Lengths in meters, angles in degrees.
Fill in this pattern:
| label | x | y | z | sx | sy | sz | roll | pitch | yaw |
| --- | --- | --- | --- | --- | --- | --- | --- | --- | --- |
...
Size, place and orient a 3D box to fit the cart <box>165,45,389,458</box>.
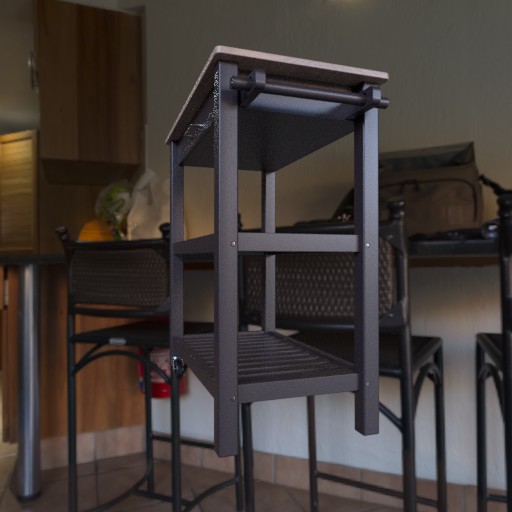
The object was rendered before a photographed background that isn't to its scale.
| label | x | y | z | sx | sy | sz | roll | pitch | yaw |
| --- | --- | --- | --- | --- | --- | --- | --- | --- | --- |
| cart | 0.000 | 0.000 | 1.417 | 0.457 | 0.927 | 0.899 | 0 | -1 | -19 |
